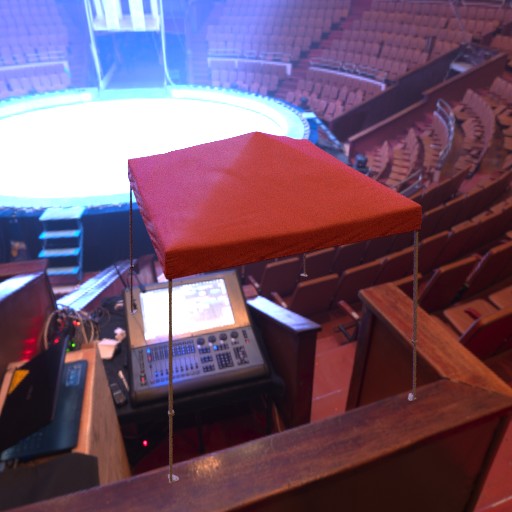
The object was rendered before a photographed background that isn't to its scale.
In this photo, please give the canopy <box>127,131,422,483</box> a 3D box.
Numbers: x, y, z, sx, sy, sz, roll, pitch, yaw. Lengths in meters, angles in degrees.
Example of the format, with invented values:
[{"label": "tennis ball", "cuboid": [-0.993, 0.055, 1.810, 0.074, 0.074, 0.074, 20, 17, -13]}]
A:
[{"label": "canopy", "cuboid": [0.000, 0.000, 6.411, 3.599, 3.600, 3.600, -11, 32, -18]}]
